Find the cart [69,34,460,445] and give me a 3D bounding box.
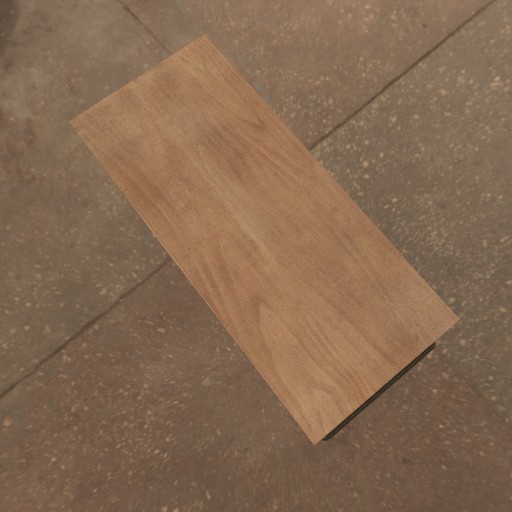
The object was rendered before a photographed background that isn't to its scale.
[{"bbox_3d":[0.000,0.000,0.975,0.298,0.554,0.686,-37,79,-9],"label":"cart"}]
